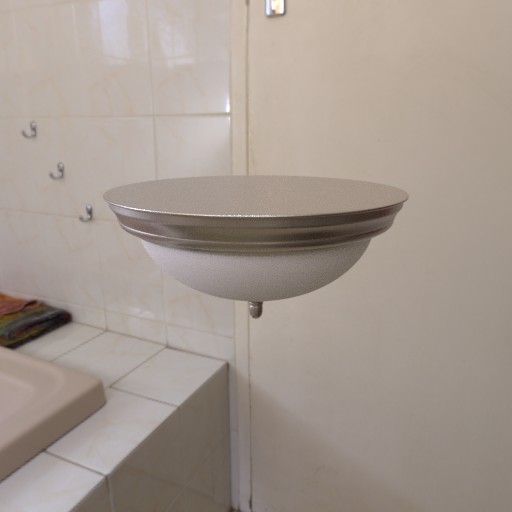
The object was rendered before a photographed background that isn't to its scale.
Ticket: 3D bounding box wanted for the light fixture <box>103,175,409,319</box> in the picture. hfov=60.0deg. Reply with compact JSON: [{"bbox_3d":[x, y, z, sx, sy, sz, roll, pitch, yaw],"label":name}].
[{"bbox_3d":[0.000,0.000,0.445,0.280,0.135,0.280,0,16,0],"label":"light fixture"}]
